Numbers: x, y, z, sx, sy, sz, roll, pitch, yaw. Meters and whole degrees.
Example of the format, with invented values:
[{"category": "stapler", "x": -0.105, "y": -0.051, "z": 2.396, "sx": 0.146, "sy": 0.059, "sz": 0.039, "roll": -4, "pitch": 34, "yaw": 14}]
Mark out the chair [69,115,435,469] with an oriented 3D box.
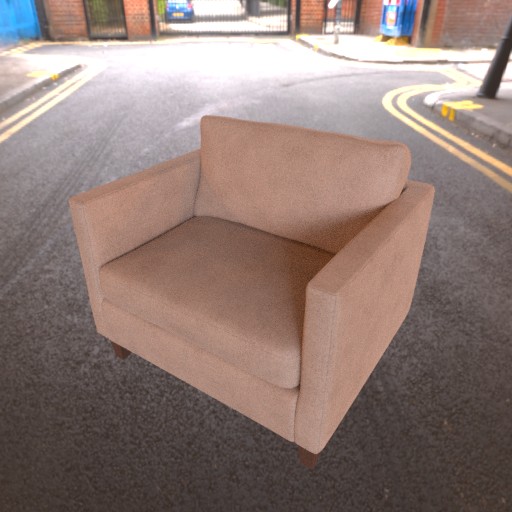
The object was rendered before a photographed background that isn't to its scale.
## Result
[{"category": "chair", "x": 0.000, "y": 0.000, "z": 1.837, "sx": 1.133, "sy": 0.961, "sz": 0.959, "roll": 19, "pitch": 35, "yaw": 29}]
